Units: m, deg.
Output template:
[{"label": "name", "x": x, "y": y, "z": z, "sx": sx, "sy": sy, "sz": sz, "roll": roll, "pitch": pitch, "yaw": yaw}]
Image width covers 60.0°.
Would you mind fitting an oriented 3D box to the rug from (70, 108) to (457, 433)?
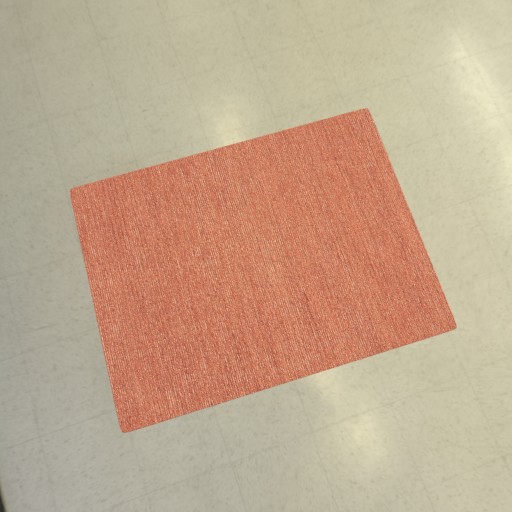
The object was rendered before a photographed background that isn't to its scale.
[{"label": "rug", "x": 0.000, "y": 0.000, "z": 2.827, "sx": 2.112, "sy": 0.009, "sz": 1.594, "roll": -16, "pitch": 77, "yaw": -4}]
